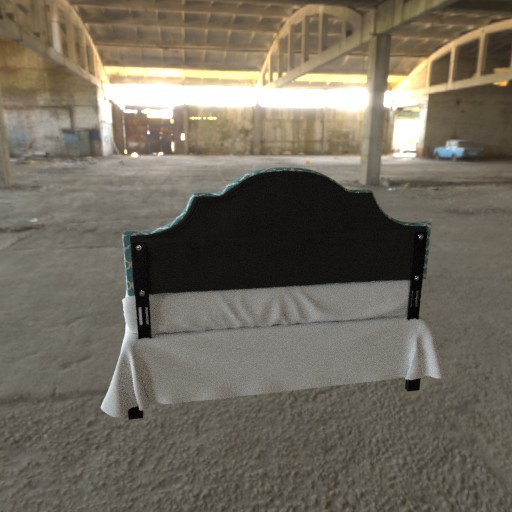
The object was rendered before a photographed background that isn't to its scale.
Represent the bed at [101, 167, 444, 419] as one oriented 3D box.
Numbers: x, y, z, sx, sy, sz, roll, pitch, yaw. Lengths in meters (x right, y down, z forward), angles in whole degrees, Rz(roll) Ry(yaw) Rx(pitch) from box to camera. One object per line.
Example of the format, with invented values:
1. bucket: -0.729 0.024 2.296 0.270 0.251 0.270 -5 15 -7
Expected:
1. bed: 0.000 0.000 3.769 2.314 1.601 2.222 -3 15 -9
